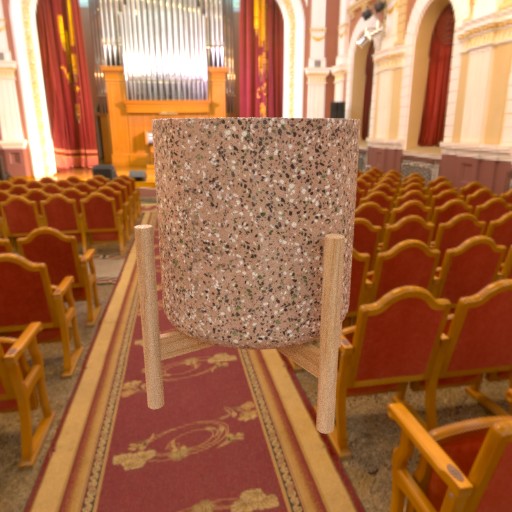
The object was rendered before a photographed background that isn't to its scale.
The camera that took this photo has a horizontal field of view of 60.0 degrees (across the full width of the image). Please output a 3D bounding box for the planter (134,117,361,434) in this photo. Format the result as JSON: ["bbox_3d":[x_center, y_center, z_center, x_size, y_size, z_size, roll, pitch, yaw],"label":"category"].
[{"bbox_3d":[0.000,0.000,0.716,0.360,0.419,0.360,-3,16,-10],"label":"planter"}]
